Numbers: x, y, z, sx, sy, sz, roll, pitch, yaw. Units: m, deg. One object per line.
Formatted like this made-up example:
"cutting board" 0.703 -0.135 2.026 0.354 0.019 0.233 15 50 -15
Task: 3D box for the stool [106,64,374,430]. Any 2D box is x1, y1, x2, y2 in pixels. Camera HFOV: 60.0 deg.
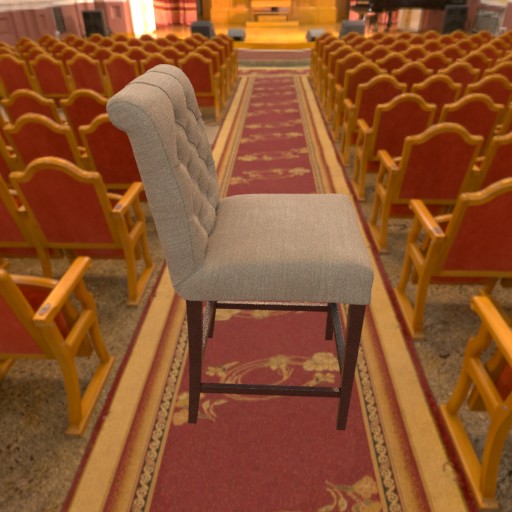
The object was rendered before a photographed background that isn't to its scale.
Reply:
"stool" 0.000 0.000 1.420 0.660 1.084 0.486 1 32 2
